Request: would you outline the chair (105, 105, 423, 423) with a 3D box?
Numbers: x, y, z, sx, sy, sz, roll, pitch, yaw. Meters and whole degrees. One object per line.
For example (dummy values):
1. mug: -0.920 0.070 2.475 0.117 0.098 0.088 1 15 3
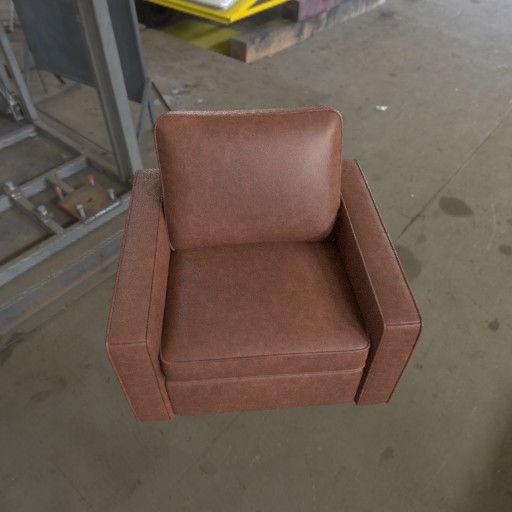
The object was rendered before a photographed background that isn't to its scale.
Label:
1. chair: 0.000 0.000 1.739 1.017 0.919 0.940 -3 46 -3
